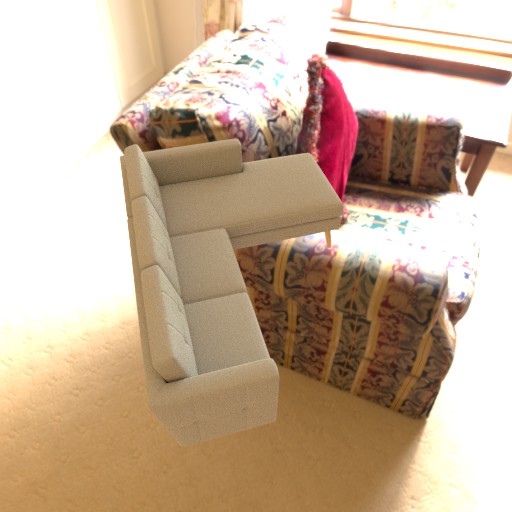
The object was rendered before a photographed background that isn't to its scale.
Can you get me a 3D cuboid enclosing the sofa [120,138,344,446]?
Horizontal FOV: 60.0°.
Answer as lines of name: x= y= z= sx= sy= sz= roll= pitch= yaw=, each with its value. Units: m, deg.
sofa: x=0.000 y=0.000 z=2.929 sx=1.530 sy=0.860 sz=2.040 roll=-11 pitch=47 yaw=-11
